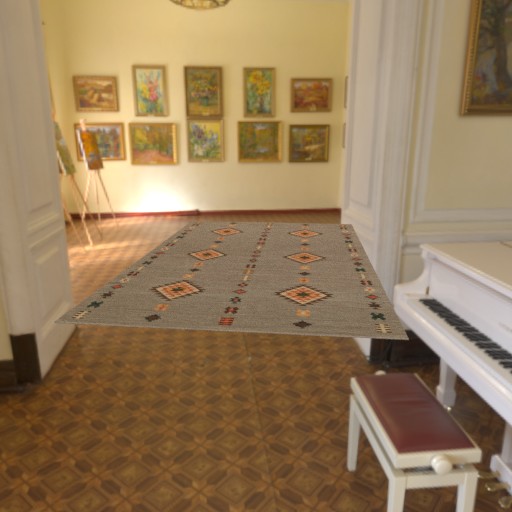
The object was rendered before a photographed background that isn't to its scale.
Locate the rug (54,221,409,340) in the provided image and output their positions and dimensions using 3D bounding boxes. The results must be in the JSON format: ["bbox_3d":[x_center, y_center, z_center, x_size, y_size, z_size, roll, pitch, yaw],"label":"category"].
[{"bbox_3d":[0.000,0.000,3.031,1.515,0.007,2.427,2,15,6],"label":"rug"}]
